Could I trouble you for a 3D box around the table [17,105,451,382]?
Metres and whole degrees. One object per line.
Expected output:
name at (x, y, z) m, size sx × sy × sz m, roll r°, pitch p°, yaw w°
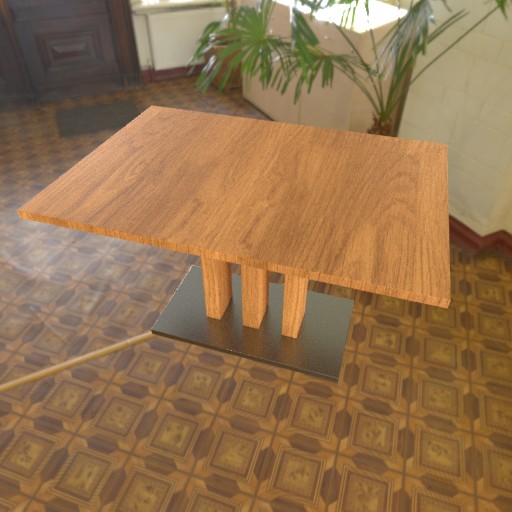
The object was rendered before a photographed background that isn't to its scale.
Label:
table at (0.000, 0.000, 1.826) m, size 1.300 × 0.770 × 0.900 m, roll 12°, pitch 42°, yaw 13°
